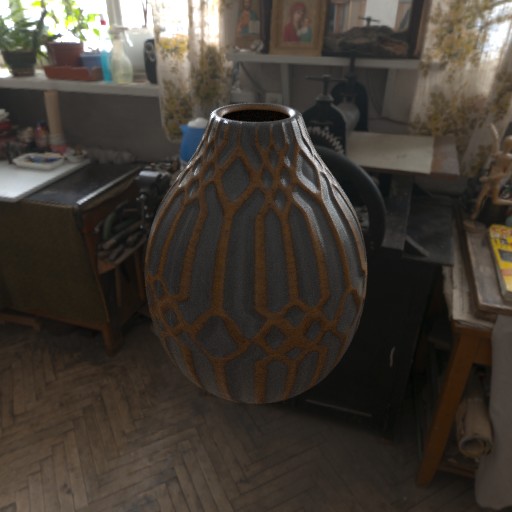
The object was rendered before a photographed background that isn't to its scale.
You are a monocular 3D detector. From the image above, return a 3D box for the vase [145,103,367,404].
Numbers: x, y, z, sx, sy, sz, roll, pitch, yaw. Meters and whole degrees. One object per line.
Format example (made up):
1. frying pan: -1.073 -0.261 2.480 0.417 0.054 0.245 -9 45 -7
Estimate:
1. vase: 0.000 0.000 0.138 0.069 0.088 0.069 0 31 0
